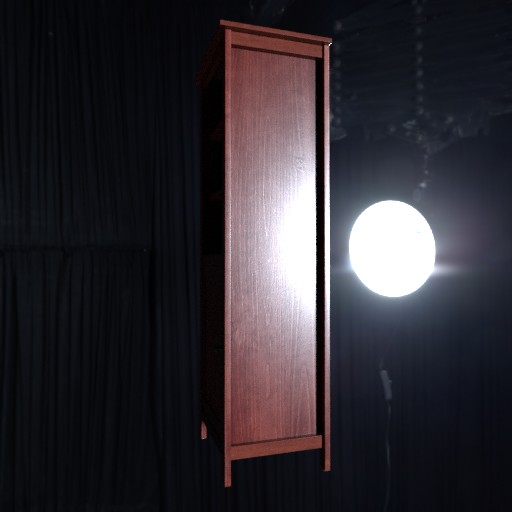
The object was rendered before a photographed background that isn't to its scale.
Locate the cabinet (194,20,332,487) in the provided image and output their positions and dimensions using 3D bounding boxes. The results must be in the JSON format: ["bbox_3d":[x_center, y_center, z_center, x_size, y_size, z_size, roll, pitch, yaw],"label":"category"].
[{"bbox_3d":[0.000,0.000,1.718,0.401,1.518,0.500,0,-1,-17],"label":"cabinet"}]
